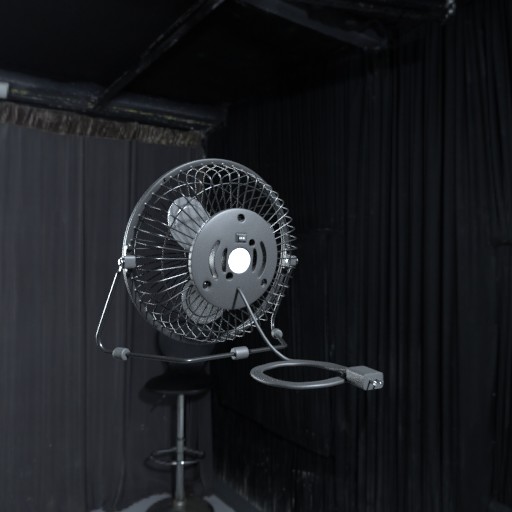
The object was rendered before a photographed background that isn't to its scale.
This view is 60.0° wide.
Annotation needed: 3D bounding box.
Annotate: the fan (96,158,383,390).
[{"bbox_3d":[0.000,0.000,0.383,0.209,0.188,0.227,0,0,-35],"label":"fan"}]
